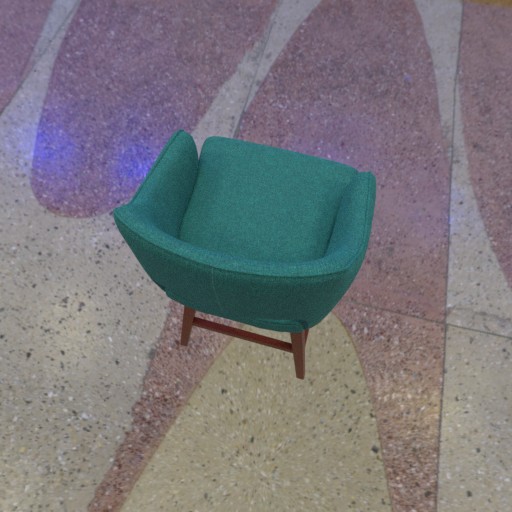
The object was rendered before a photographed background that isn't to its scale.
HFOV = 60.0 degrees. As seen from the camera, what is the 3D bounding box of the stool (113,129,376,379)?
[{"bbox_3d":[0.000,0.000,1.284,0.548,0.961,0.556,14,65,7],"label":"stool"}]
